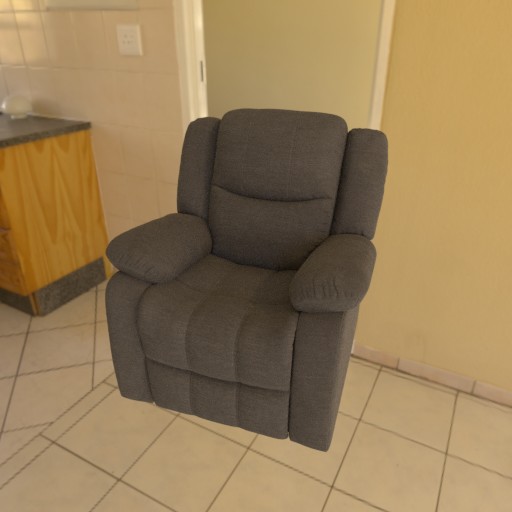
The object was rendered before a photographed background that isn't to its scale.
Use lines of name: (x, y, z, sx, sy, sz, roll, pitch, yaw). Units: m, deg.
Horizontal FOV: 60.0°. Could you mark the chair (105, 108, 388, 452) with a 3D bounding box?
chair: (0.000, 0.000, 1.731, 0.899, 1.008, 0.944, 9, 29, 16)
